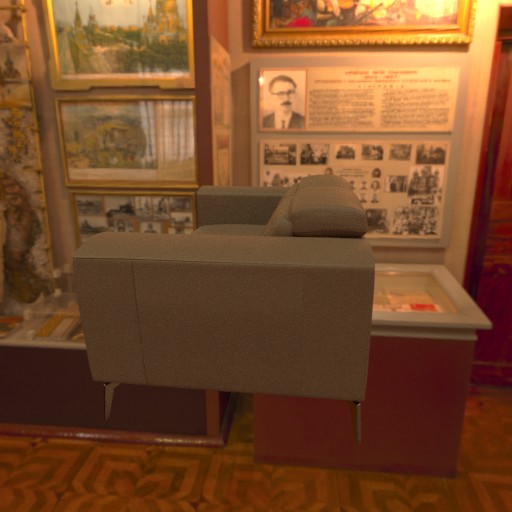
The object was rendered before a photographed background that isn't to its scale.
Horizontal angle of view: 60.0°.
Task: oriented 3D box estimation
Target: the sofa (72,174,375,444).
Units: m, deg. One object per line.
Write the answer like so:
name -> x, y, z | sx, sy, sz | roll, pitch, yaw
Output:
sofa -> 0.000, 0.000, 2.339 | 1.003, 0.779, 1.895 | 2, 16, 7
